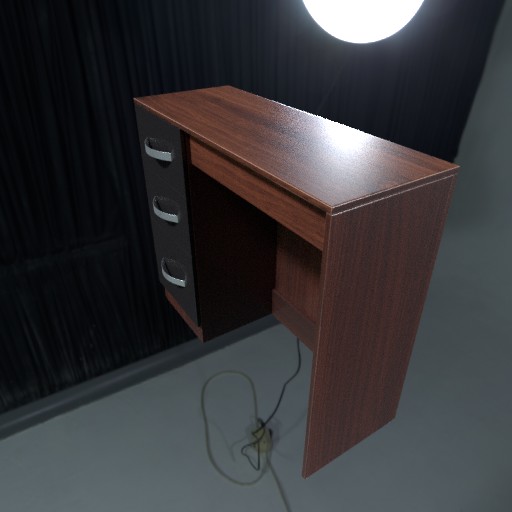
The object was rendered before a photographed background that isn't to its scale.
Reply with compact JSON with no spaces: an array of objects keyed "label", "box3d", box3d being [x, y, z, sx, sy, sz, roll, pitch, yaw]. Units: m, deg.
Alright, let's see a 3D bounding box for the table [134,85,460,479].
[{"label":"table","box3d":[0.000,0.000,1.348,0.380,0.790,0.930,-19,37,-28]}]
